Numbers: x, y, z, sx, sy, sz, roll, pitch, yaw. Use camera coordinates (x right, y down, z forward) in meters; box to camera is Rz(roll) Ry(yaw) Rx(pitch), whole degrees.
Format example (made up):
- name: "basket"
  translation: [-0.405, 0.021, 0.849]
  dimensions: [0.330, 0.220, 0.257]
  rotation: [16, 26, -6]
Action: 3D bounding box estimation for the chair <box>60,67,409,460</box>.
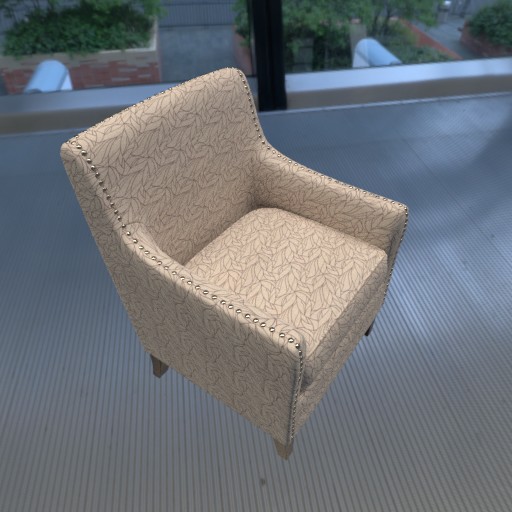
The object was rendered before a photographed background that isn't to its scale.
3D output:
- name: "chair"
  translation: [0.000, 0.000, 1.282]
  dimensions: [0.651, 0.816, 0.623]
  rotation: [26, 48, 26]
